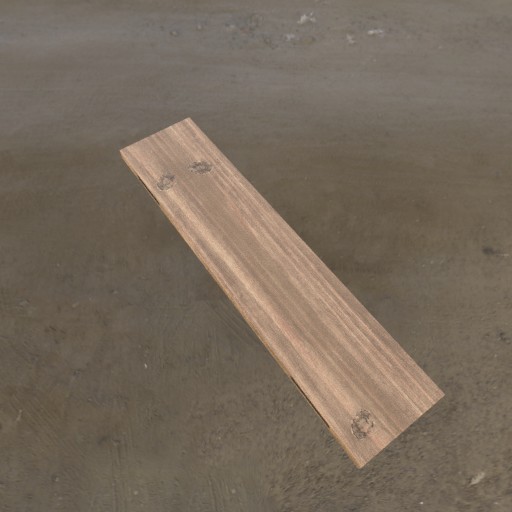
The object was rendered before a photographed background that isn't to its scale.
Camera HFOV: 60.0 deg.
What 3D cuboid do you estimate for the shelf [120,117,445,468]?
[{"bbox_3d":[0.000,0.000,0.665,0.140,0.020,0.610,-32,64,-18],"label":"shelf"}]
